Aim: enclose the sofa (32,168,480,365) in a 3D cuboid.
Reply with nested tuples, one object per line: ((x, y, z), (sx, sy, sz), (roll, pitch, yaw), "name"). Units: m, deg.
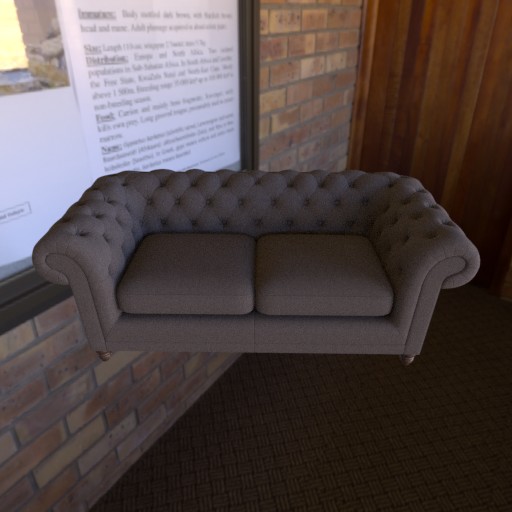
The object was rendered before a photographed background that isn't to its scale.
((0.000, 0.000, 2.483), (1.998, 0.764, 0.986), (0, 29, 1), "sofa")
